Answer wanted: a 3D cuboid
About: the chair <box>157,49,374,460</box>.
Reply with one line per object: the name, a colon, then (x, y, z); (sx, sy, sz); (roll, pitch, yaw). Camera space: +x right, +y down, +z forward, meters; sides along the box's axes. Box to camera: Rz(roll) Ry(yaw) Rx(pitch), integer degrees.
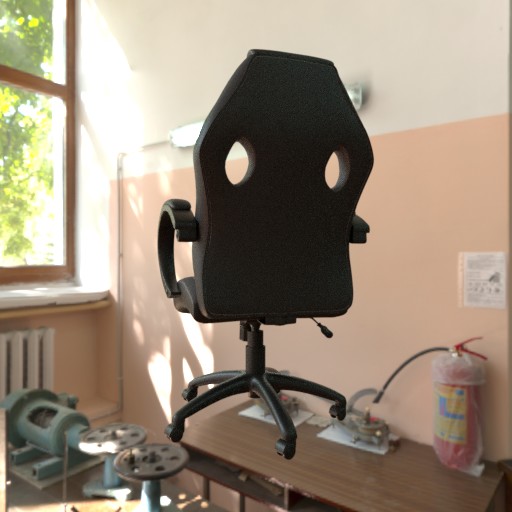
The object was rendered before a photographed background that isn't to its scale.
chair: (0.000, 0.000, 1.605); (0.673, 1.187, 0.724); (0, 0, -18)
